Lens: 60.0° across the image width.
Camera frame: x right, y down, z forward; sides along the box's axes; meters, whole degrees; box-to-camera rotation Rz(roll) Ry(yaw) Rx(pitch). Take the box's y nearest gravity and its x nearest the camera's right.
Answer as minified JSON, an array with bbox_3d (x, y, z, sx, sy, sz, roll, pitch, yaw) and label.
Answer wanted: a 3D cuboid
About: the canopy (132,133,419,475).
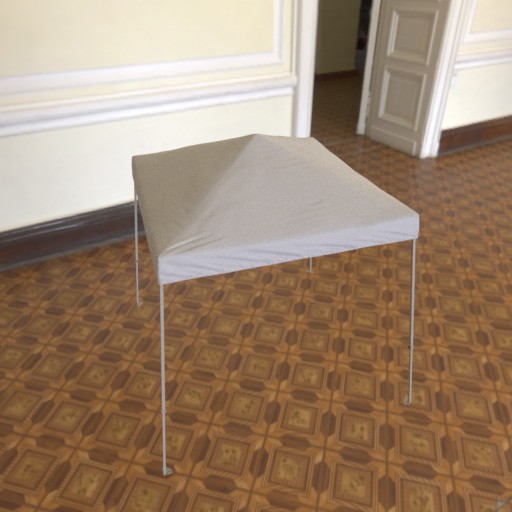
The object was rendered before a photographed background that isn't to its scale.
[{"bbox_3d":[0.000,0.000,6.463,3.600,3.600,3.599,-10,34,-15],"label":"canopy"}]
